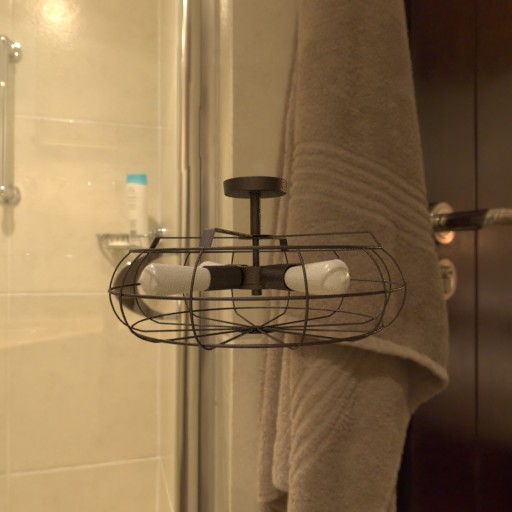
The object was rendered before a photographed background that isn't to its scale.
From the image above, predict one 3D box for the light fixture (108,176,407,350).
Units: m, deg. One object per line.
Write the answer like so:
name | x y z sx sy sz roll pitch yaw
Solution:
light fixture | 0.000 0.000 0.918 0.582 0.311 0.582 0 -1 0
